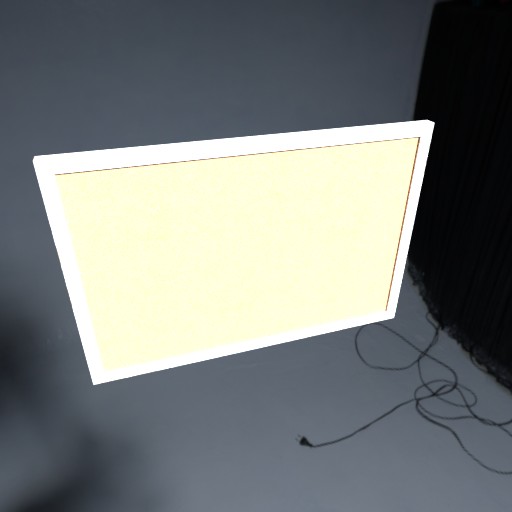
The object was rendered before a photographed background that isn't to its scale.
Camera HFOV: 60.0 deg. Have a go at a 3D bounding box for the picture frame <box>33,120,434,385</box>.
[{"bbox_3d":[0.000,0.000,1.192,0.950,0.640,0.029,-9,33,-15],"label":"picture frame"}]
